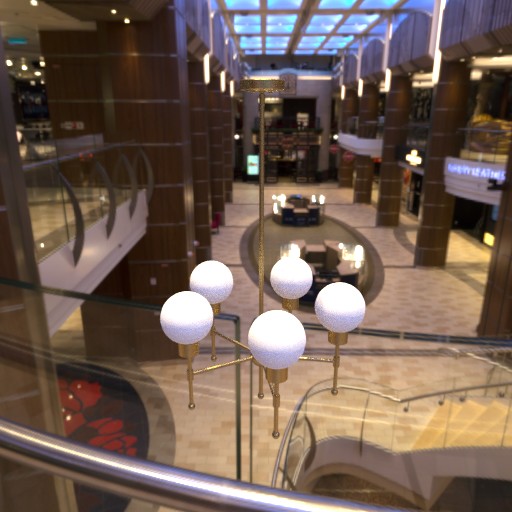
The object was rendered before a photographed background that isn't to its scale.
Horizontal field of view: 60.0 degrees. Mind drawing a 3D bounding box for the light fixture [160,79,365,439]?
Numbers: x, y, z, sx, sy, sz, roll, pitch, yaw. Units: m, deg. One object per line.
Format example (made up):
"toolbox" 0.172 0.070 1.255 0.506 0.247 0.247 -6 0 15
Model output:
"light fixture" 0.000 0.000 1.808 0.785 1.331 0.815 17 24 42
